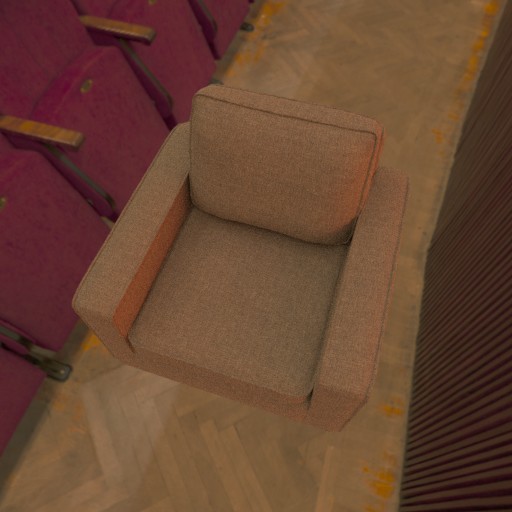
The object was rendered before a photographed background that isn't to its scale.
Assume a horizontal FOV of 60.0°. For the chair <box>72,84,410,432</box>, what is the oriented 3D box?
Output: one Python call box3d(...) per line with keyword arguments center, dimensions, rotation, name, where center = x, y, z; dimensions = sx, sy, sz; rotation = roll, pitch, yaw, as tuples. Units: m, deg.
box3d(center=(0.000, 0.000, 1.706), dimensions=(1.016, 0.914, 0.940), rotation=(15, 60, 9), name="chair")
